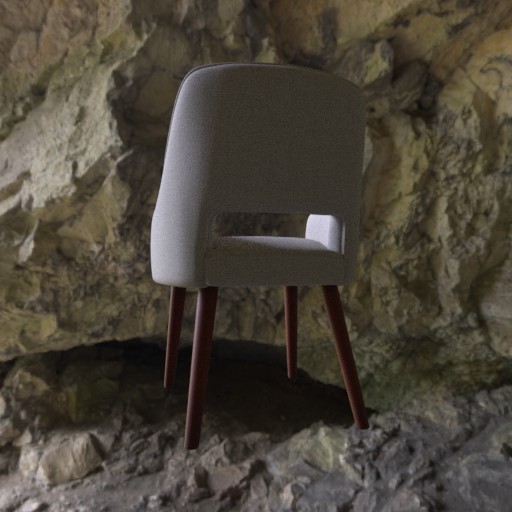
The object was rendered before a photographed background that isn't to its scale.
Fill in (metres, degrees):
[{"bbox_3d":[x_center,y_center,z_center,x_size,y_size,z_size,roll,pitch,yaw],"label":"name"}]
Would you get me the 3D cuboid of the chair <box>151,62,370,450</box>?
[{"bbox_3d":[0.000,0.000,1.232,0.560,0.840,0.580,0,-1,-16],"label":"chair"}]
